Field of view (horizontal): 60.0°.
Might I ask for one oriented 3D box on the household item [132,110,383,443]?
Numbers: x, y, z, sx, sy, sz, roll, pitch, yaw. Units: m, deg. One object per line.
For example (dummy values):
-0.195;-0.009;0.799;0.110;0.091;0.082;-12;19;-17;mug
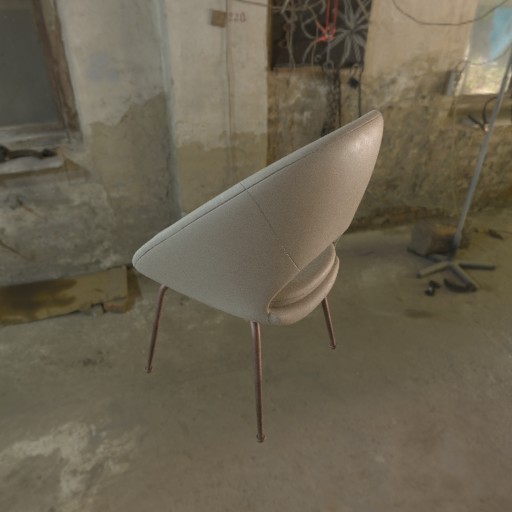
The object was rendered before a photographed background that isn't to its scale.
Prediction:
0.000;0.000;1.261;0.573;0.852;0.623;21;38;29;household item
